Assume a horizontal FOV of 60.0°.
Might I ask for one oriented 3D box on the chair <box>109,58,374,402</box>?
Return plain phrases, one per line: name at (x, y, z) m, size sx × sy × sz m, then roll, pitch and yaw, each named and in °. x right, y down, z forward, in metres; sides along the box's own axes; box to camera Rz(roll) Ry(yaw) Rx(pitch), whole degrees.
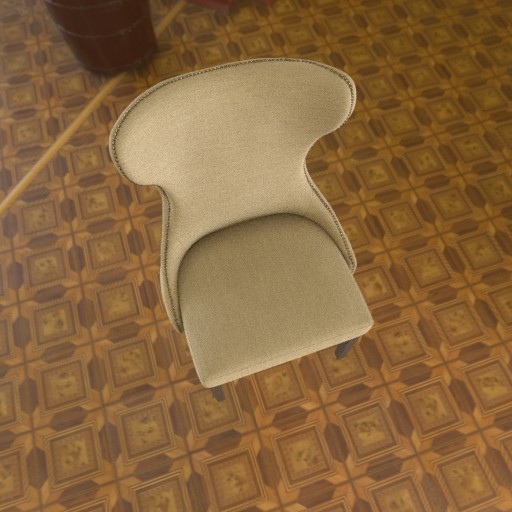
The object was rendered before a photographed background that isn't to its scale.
chair at (0.000, 0.000, 1.378) m, size 0.628 × 0.967 × 0.635 m, roll -17°, pitch 65°, yaw -8°
